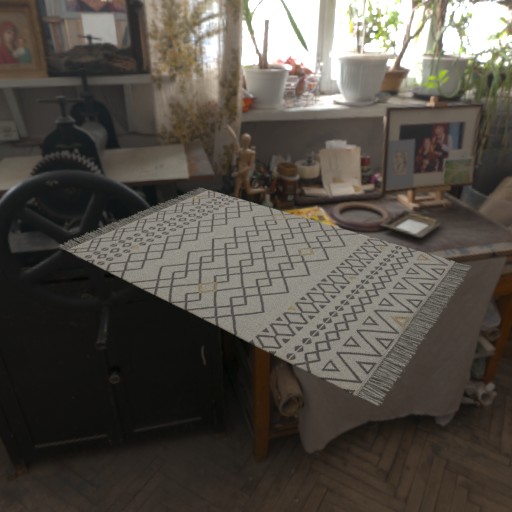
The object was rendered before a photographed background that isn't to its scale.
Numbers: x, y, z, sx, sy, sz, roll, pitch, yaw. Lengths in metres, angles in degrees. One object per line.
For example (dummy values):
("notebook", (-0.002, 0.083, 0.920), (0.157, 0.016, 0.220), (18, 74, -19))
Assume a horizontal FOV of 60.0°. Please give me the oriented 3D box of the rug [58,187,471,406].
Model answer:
("rug", (0.000, 0.000, 3.059), (2.472, 0.035, 1.495), (20, 35, 32))
